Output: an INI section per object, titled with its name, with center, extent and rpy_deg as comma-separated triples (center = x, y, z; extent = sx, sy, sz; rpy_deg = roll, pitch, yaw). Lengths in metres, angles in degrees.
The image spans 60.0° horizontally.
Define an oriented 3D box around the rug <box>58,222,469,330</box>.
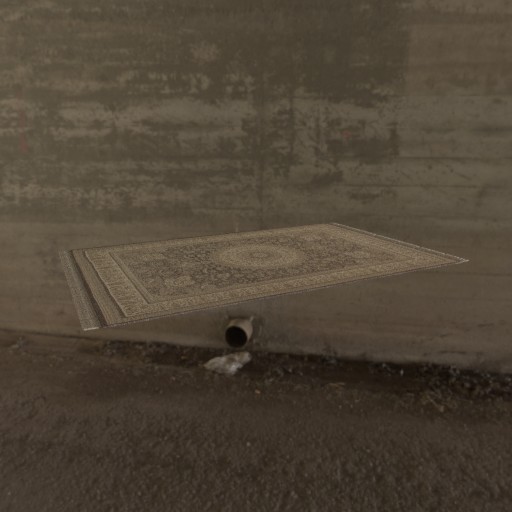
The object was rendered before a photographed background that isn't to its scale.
[rug]
center = 0.000, 0.000, 3.087
extent = 2.440, 0.010, 1.528
rpy_deg = -8, 17, -26
